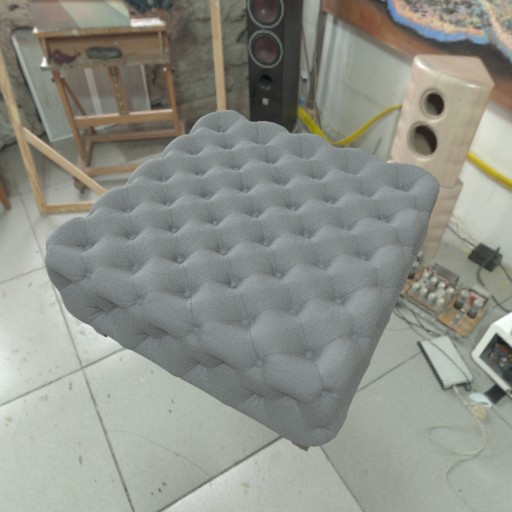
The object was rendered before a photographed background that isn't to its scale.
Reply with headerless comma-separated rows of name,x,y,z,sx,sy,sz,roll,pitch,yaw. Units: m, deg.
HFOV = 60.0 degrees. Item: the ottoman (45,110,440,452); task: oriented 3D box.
ottoman,0.000,0.000,1.435,0.911,0.439,0.917,23,51,20
